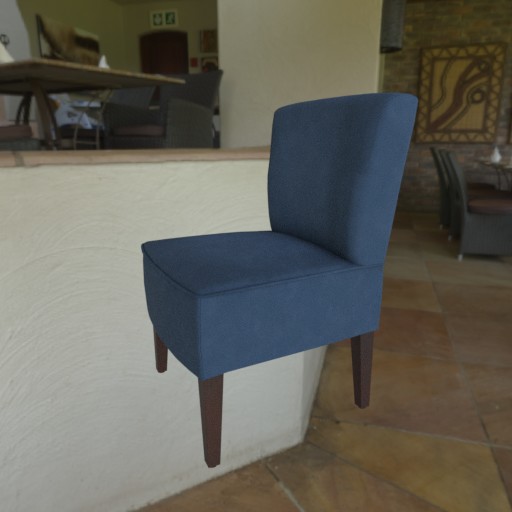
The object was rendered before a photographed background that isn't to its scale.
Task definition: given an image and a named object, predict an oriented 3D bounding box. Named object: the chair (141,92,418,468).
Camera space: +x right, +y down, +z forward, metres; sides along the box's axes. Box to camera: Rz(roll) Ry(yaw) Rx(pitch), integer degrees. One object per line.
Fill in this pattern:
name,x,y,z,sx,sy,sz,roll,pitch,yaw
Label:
chair,0.000,0.000,1.168,0.551,0.806,0.521,-7,17,-25
